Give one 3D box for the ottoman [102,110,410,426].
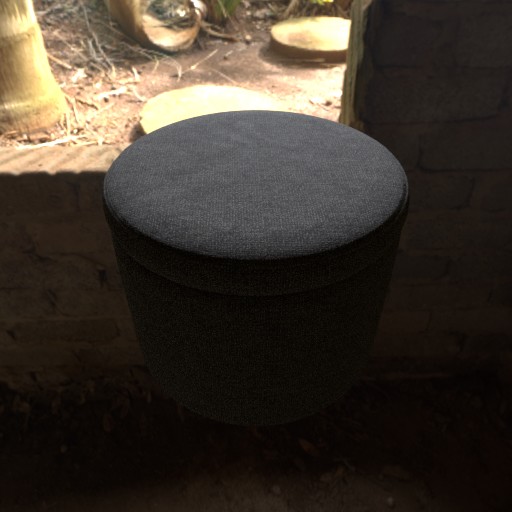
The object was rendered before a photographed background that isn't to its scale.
[{"bbox_3d":[0.000,0.000,0.885,0.520,0.430,0.520,0,40,0],"label":"ottoman"}]
